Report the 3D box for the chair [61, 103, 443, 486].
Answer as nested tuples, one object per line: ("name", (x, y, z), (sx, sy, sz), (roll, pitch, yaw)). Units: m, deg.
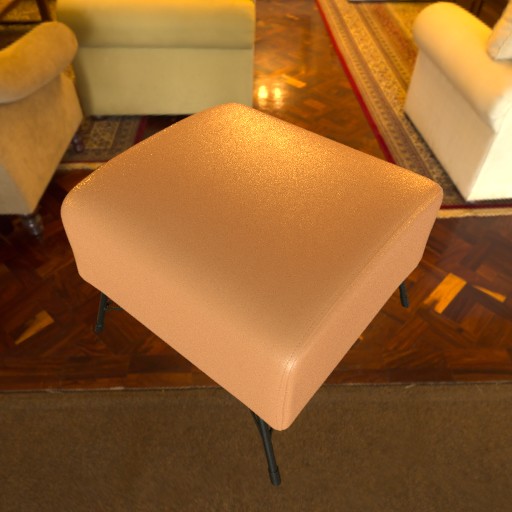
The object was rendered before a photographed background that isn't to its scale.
("chair", (0.000, 0.000, 0.895), (0.530, 0.410, 0.530), (30, 53, 26))
